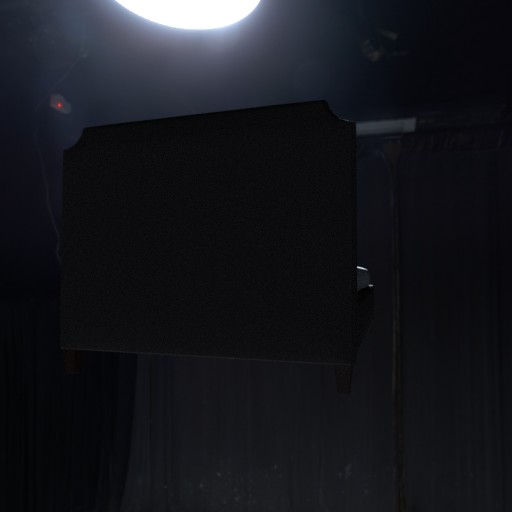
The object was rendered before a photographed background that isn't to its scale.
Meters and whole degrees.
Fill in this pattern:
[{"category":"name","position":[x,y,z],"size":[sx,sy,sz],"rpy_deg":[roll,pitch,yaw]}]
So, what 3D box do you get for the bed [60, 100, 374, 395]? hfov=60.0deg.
[{"category":"bed","position":[0.000,0.000,3.458],"size":[1.713,1.443,2.372],"rpy_deg":[-1,-3,17]}]
